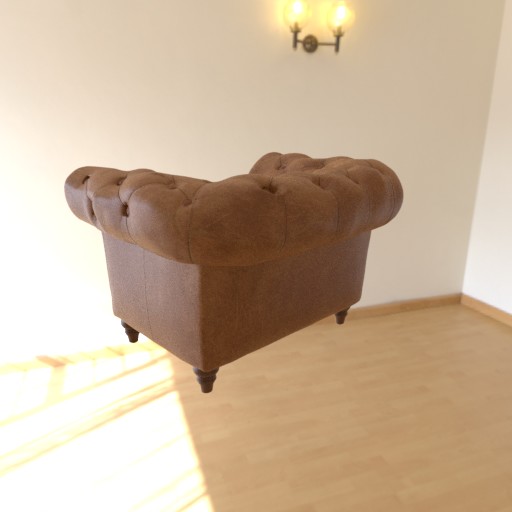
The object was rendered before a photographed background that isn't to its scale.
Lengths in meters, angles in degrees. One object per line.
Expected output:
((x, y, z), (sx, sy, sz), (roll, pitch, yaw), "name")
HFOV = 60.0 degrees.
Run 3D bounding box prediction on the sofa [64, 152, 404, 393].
((0.000, 0.000, 2.075), (1.405, 0.878, 1.033), (-16, 23, -42), "sofa")
